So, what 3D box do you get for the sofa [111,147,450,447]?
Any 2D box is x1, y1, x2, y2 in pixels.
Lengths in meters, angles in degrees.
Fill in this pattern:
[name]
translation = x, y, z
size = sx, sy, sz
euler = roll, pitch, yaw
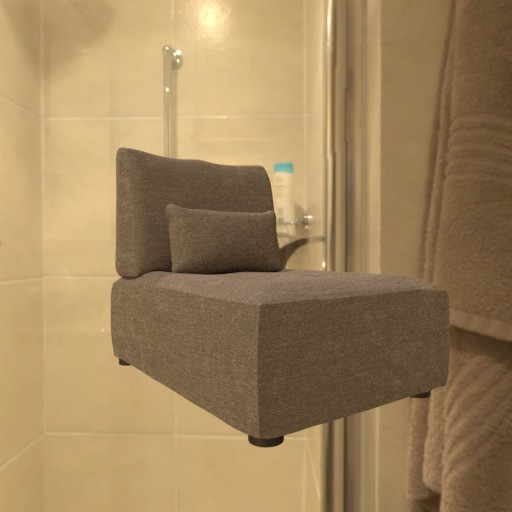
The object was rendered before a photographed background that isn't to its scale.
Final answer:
[sofa]
translation = 0.000, 0.000, 1.514
size = 0.700, 0.820, 1.000
euler = 0, 1, -35
